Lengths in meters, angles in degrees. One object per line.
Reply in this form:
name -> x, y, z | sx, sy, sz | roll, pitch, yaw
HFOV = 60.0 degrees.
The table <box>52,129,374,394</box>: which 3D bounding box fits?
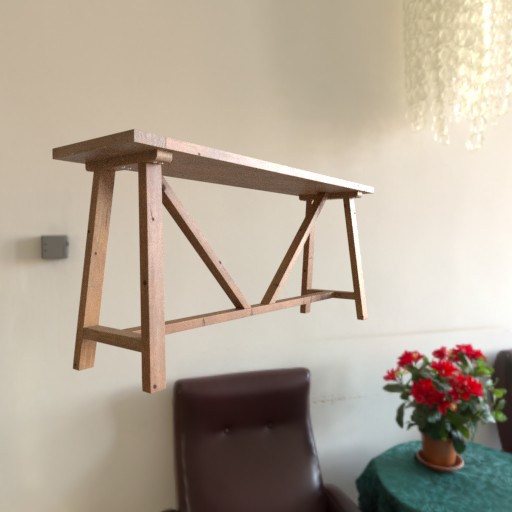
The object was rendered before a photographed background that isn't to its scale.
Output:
table -> 0.000, 0.000, 2.177 | 0.465, 0.810, 1.800 | 2, 3, 37
